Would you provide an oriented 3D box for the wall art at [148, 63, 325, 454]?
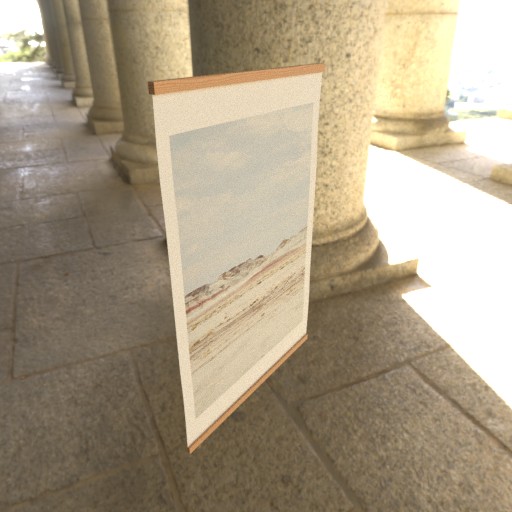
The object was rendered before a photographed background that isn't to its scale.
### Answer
[{"bbox_3d":[0.000,0.000,1.964,0.025,1.521,1.011,18,32,32],"label":"wall art"}]
